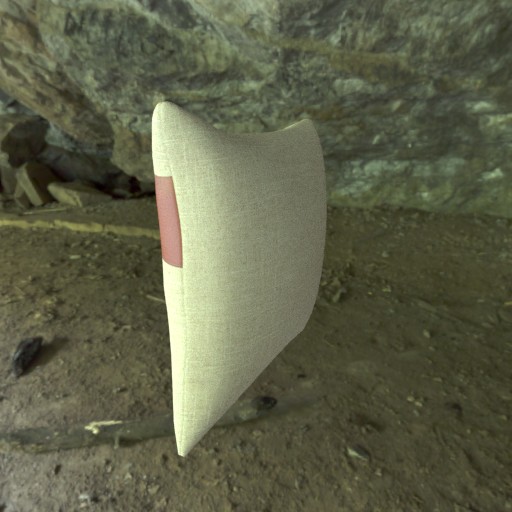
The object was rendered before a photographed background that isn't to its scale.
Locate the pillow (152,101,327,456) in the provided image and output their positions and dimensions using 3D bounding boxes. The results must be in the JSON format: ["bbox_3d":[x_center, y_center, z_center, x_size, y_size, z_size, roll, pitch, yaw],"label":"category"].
[{"bbox_3d":[0.000,0.000,0.645,0.173,0.399,0.414,7,17,25],"label":"pillow"}]
